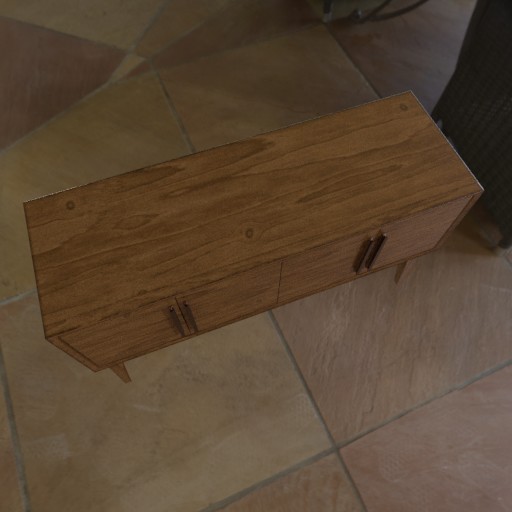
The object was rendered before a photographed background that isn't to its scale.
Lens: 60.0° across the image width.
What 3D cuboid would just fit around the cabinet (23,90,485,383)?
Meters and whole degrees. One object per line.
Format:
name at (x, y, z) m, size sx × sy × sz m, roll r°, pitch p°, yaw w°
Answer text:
cabinet at (0.000, 0.000, 1.737) m, size 1.363 × 0.802 × 0.477 m, roll -18°, pitch 65°, yaw -9°
